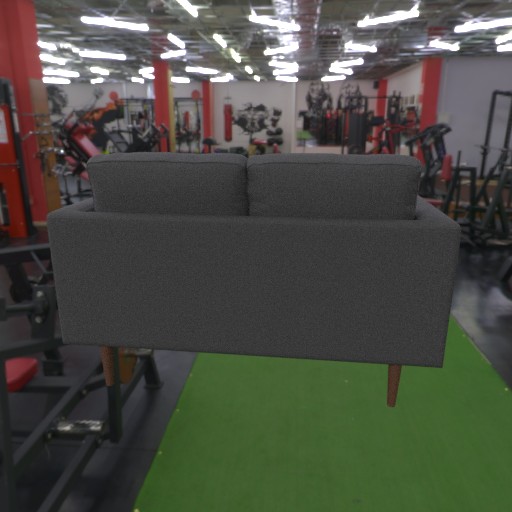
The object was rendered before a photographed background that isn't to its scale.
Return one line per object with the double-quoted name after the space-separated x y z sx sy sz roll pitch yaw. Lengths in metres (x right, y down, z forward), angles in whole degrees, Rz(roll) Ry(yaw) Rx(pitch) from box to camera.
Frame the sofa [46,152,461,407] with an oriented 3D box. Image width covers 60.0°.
0.000 0.000 1.928 1.430 0.908 0.796 2 17 7 "sofa"
